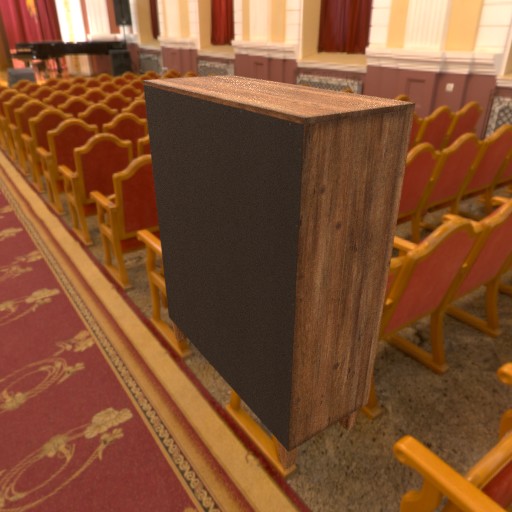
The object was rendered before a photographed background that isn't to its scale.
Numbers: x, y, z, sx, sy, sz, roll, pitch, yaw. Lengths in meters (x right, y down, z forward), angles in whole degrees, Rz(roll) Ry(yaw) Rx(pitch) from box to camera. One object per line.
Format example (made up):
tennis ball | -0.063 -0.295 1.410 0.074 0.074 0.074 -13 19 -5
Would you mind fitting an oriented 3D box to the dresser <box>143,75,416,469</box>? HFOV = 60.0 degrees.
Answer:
dresser | 0.000 0.000 1.920 0.438 1.359 1.067 -18 32 -30
